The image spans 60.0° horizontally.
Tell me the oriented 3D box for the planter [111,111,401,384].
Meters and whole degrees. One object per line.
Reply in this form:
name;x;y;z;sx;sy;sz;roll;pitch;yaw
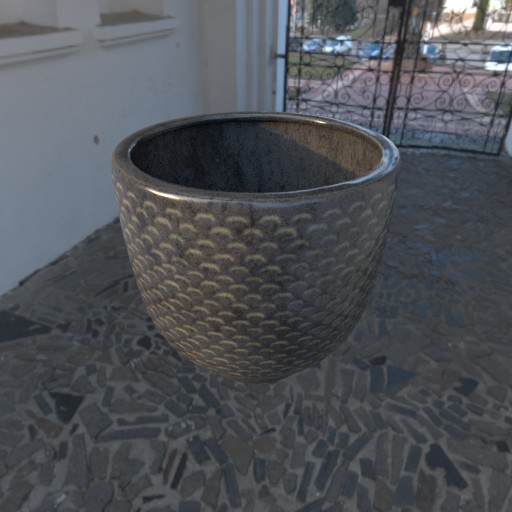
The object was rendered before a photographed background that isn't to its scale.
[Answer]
planter;0.000;0.000;0.310;0.172;0.160;0.172;0;31;0
